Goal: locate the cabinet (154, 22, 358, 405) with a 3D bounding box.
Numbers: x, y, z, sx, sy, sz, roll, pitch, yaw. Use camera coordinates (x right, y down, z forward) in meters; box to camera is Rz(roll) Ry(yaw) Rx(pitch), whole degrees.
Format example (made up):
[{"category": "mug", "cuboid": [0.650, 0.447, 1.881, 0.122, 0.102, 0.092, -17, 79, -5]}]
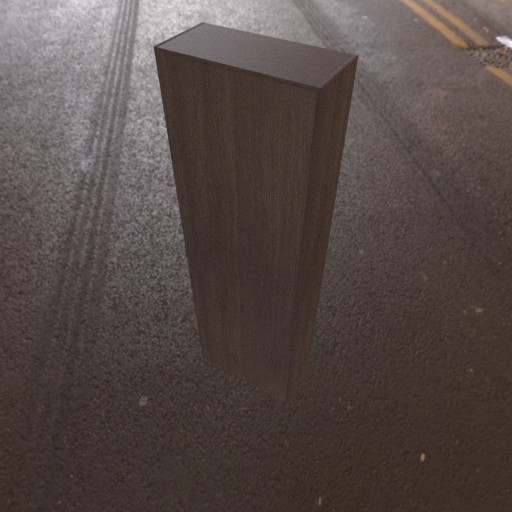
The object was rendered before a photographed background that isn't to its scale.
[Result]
[{"category": "cabinet", "cuboid": [0.000, 0.000, 1.809, 0.520, 1.630, 0.255, 23, 50, 21]}]
